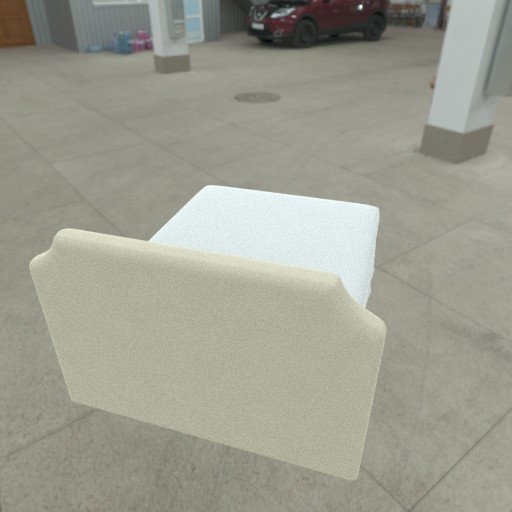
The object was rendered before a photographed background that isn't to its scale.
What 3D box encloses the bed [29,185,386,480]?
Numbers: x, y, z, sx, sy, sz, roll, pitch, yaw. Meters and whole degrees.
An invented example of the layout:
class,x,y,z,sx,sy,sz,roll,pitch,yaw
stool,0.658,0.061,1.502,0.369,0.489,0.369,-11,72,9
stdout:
class,x,y,z,sx,sy,sz,roll,pitch,yaw
bed,0.000,0.000,3.176,1.827,1.296,2.209,9,33,15
